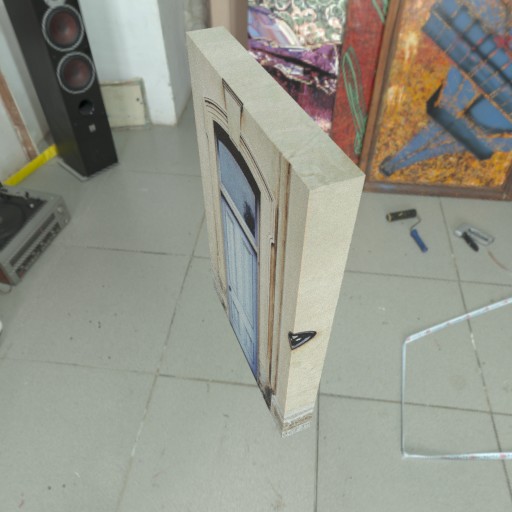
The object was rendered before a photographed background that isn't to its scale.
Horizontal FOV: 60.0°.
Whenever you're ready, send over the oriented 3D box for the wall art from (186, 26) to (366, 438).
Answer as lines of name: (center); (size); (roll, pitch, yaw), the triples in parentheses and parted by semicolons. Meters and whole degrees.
wall art: (0.000, 0.000, 0.481); (0.038, 0.381, 0.254); (-17, 49, -15)
